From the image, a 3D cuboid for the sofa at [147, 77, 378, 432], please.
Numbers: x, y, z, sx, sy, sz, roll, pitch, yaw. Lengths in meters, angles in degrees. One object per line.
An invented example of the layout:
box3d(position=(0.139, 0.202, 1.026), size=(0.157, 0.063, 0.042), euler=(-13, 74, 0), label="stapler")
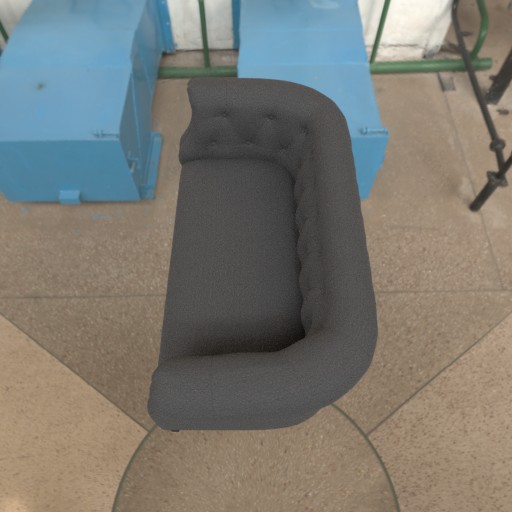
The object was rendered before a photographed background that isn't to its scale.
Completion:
box3d(position=(0.000, 0.000, 2.020), size=(0.835, 0.827, 1.558), euler=(0, 59, 0), label="sofa")
